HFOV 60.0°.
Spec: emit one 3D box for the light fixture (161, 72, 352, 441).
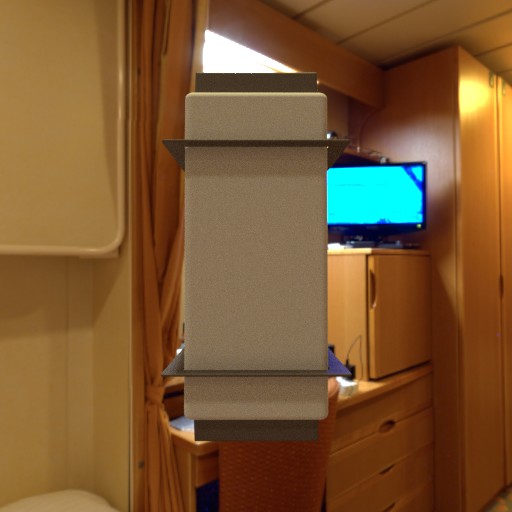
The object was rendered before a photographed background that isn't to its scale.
[{"bbox_3d":[0.000,0.000,0.429,0.153,0.347,0.146,0,-1,0],"label":"light fixture"}]
